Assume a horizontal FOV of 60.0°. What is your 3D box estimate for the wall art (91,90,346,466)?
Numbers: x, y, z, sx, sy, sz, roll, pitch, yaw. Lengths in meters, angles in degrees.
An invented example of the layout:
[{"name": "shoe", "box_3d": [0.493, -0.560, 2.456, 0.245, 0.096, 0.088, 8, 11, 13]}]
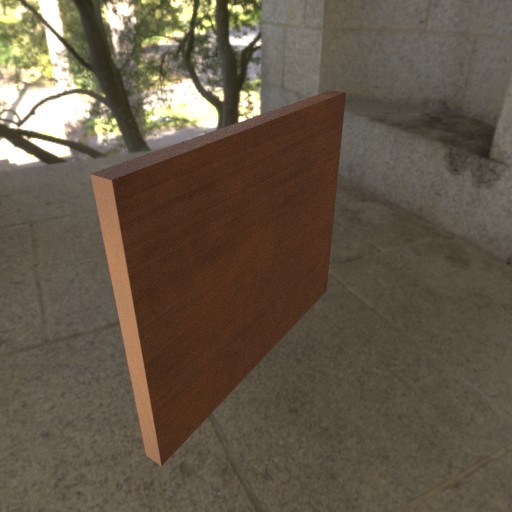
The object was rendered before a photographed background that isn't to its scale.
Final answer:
[{"name": "wall art", "box_3d": [0.000, 0.000, 0.763, 0.033, 0.457, 0.558, 19, 35, 29]}]
